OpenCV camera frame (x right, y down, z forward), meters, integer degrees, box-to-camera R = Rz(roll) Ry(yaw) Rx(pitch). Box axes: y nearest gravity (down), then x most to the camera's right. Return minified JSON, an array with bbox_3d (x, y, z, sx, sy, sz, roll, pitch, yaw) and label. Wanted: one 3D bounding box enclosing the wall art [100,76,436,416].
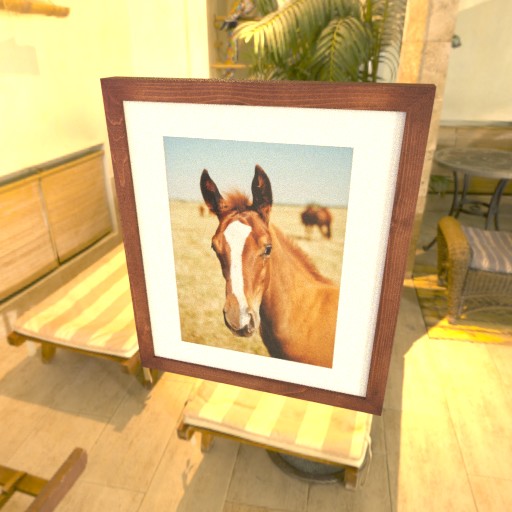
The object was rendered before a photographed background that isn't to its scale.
[{"bbox_3d":[0.000,0.000,0.517,0.330,0.381,0.030,7,27,14],"label":"wall art"}]
